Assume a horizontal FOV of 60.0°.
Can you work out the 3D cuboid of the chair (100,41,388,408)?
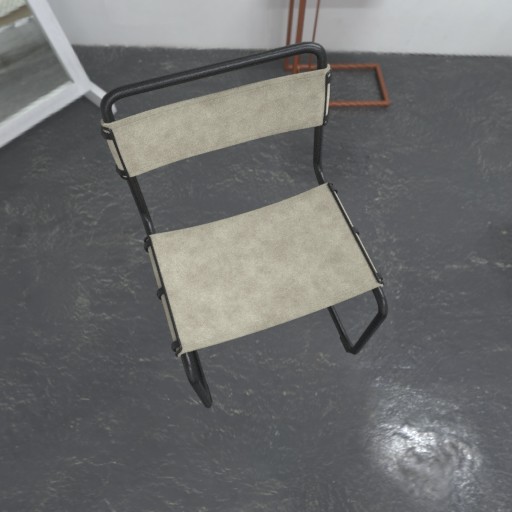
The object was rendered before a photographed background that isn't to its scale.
[{"bbox_3d":[0.000,0.000,1.084,0.499,0.747,0.497,-17,64,-9],"label":"chair"}]
